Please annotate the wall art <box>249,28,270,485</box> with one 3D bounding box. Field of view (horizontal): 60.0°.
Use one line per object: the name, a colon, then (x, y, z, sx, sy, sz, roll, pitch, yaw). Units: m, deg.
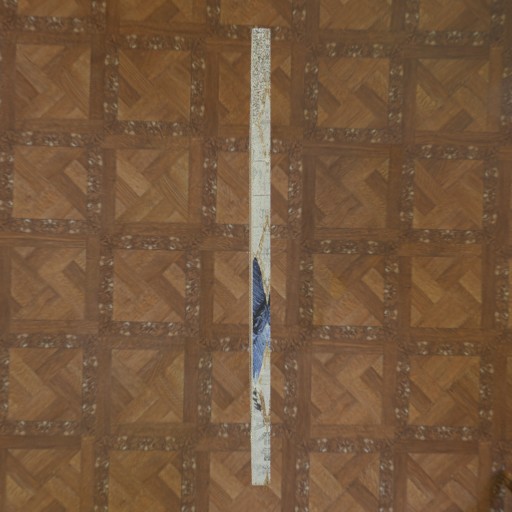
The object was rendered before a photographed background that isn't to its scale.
wall art: (0.000, 0.000, 1.335, 0.039, 0.914, 0.912, 0, 90, -1)
